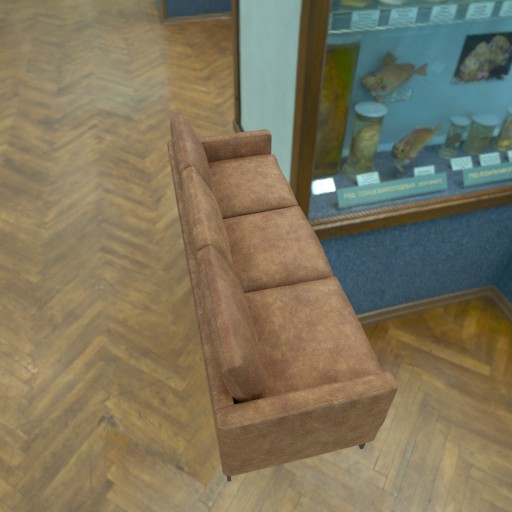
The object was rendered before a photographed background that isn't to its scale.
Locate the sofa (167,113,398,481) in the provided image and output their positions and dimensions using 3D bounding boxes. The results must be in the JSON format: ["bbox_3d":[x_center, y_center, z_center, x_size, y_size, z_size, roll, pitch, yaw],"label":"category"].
[{"bbox_3d":[0.000,0.000,2.433,0.748,0.863,2.029,-9,46,-9],"label":"sofa"}]
